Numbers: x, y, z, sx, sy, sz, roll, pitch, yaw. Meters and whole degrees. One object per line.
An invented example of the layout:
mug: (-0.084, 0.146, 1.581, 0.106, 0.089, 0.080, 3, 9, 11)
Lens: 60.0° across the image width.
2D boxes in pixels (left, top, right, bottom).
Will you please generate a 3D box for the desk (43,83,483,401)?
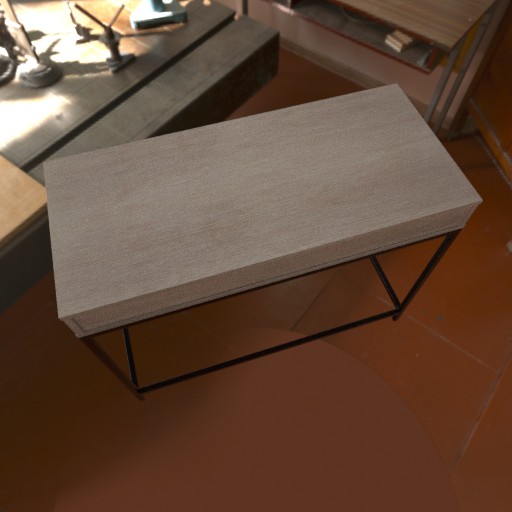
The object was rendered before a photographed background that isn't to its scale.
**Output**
desk: (0.000, 0.000, 1.447, 1.016, 0.762, 0.470, -15, 60, -9)
